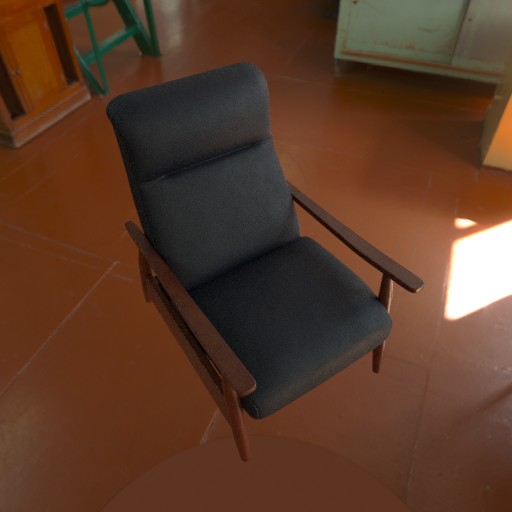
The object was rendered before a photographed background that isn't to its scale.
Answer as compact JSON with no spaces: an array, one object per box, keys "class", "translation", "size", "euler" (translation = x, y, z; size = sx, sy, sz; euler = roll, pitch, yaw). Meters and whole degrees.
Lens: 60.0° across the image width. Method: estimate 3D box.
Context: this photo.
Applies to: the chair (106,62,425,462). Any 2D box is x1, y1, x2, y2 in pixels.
[{"class":"chair","translation":[0.000,0.000,1.754],"size":[0.762,1.082,1.014],"euler":[-25,51,-22]}]
